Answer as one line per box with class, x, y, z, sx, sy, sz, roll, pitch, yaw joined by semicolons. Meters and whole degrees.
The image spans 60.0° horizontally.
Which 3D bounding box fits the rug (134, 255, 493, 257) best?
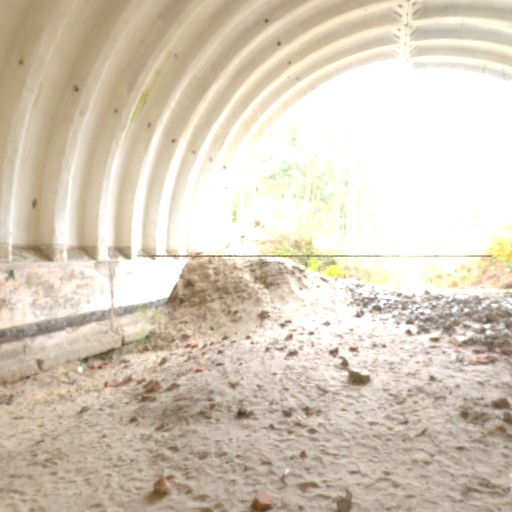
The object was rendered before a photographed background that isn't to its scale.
rug;0.000;0.000;2.951;1.519;0.007;2.428;0;0;-17
